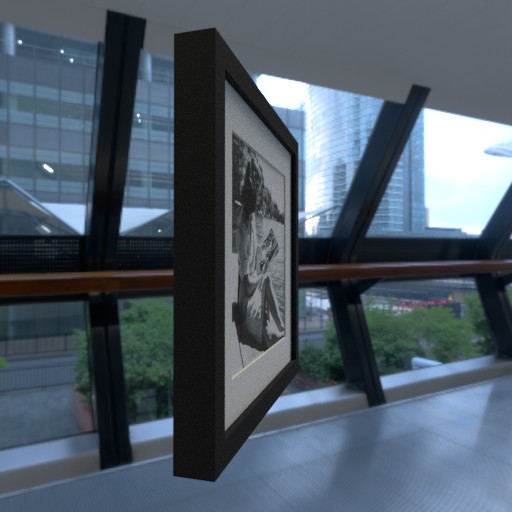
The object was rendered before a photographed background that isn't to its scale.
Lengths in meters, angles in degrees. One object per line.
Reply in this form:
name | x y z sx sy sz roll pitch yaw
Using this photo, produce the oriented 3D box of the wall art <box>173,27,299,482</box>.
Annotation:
wall art | 0.000 0.000 0.449 0.030 0.305 0.308 0 -1 16
